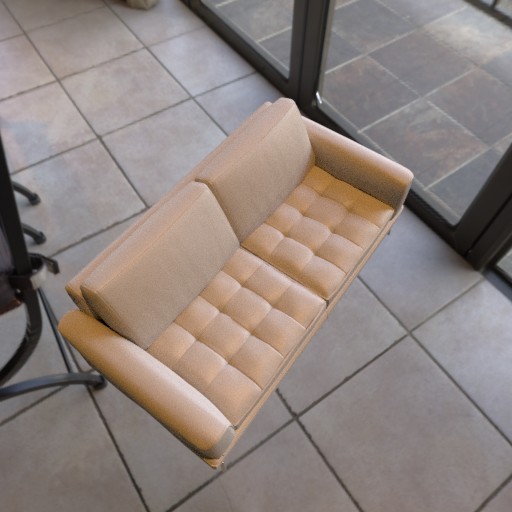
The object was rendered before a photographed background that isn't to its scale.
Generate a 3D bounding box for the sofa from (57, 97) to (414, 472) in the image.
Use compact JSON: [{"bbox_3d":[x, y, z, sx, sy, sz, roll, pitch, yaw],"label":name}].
[{"bbox_3d":[0.000,0.000,2.751,1.121,0.930,2.177,33,64,18],"label":"sofa"}]
